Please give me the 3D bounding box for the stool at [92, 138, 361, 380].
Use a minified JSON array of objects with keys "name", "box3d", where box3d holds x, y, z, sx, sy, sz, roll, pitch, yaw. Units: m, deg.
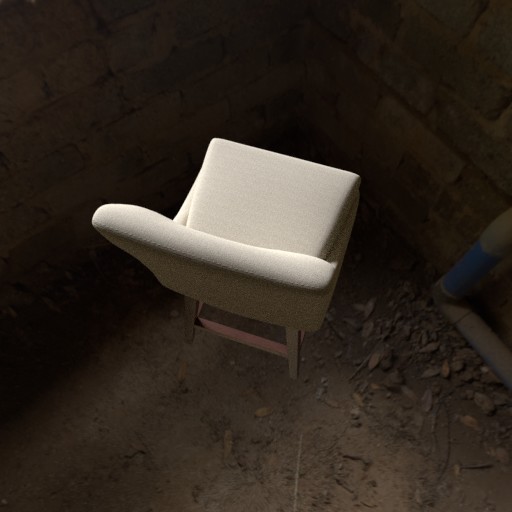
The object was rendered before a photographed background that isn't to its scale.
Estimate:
[{"name":"stool","box3d":[0.000,0.000,1.284,0.483,0.991,0.559,16,64,8]}]
